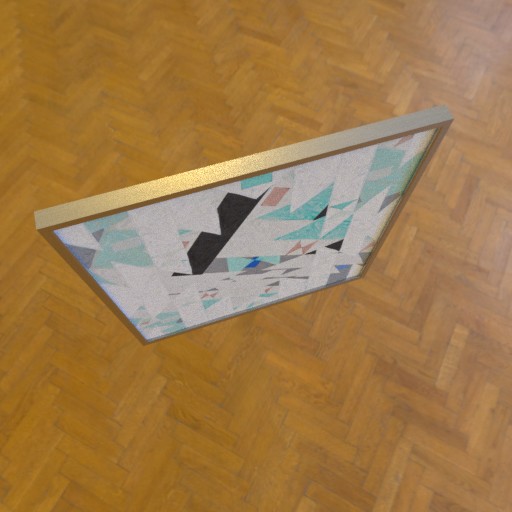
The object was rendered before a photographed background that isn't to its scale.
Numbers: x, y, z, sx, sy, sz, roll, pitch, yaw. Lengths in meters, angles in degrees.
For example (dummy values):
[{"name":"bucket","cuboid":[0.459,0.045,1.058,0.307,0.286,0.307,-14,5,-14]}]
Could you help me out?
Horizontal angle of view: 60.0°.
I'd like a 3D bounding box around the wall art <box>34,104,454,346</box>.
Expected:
[{"name":"wall art","cuboid":[0.000,0.000,1.187,0.806,0.806,0.038,-16,66,-8]}]
